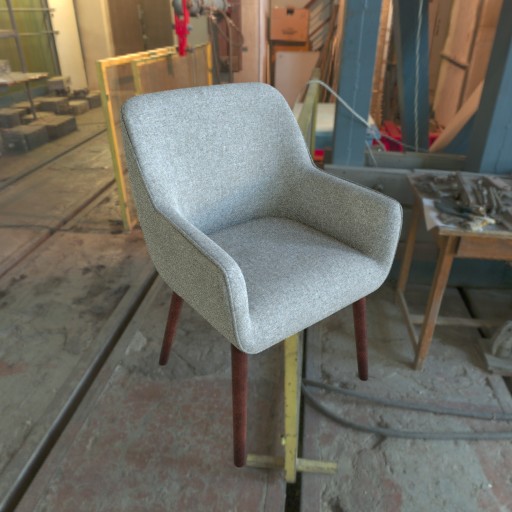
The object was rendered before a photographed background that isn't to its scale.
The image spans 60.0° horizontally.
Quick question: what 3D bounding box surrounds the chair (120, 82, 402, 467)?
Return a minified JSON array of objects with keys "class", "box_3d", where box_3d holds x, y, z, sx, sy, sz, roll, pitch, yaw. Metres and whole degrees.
[{"class":"chair","box_3d":[0.000,0.000,1.186,0.543,0.803,0.519,-21,35,-33]}]
